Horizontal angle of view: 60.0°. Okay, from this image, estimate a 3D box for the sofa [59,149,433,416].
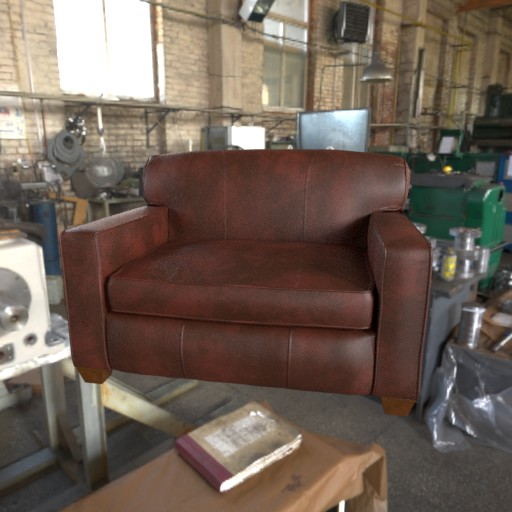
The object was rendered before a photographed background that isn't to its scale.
[{"bbox_3d":[0.000,0.000,2.045,1.413,0.956,1.000,3,14,10],"label":"sofa"}]
